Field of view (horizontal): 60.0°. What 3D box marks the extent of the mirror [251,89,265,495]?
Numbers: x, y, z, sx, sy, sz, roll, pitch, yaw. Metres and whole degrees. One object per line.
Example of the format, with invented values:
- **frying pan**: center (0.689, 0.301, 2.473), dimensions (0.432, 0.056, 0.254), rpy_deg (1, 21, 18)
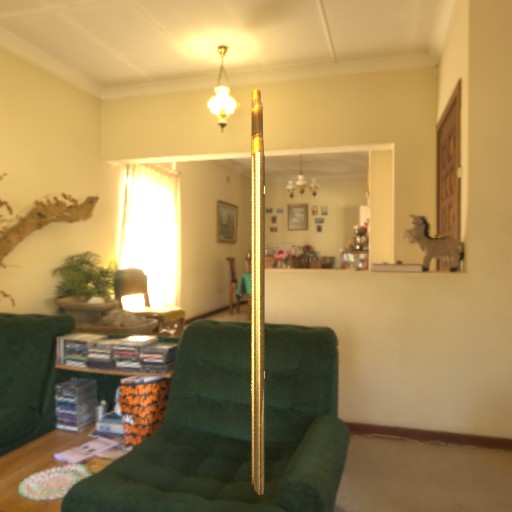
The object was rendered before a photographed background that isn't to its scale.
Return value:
- **mirror**: center (0.000, 0.000, 0.846), dimensions (0.018, 0.635, 0.513), rpy_deg (0, 1, -1)
